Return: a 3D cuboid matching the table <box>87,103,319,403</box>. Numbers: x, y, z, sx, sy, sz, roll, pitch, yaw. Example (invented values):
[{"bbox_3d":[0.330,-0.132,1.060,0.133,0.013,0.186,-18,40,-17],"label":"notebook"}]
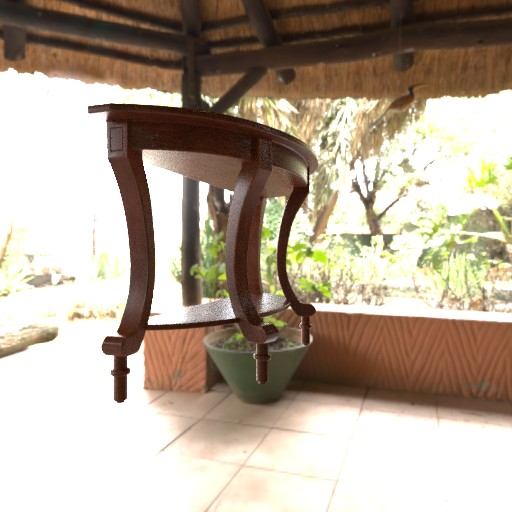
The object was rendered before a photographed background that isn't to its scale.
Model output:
[{"bbox_3d":[0.000,0.000,1.513,0.394,0.699,1.198,0,1,19],"label":"table"}]
